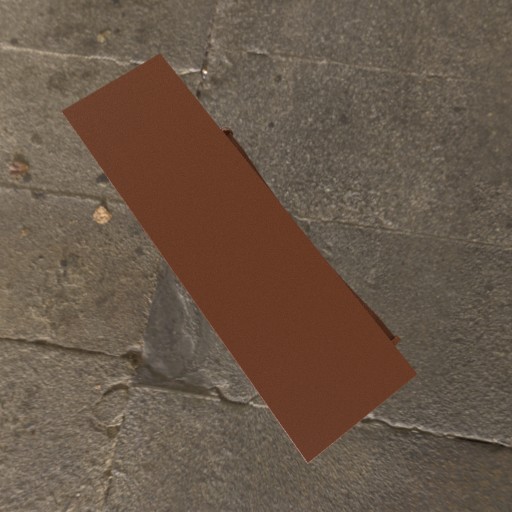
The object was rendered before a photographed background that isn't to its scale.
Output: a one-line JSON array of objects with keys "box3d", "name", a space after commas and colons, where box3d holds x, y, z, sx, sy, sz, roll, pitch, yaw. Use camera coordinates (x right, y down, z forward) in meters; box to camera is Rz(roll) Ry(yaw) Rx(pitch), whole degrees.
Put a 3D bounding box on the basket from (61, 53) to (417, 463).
[{"box3d": [0.000, 0.000, 1.120, 0.376, 0.625, 0.792, -35, 77, -9], "name": "basket"}]
